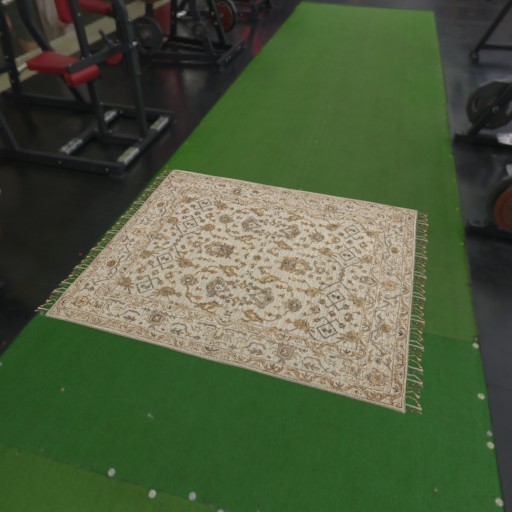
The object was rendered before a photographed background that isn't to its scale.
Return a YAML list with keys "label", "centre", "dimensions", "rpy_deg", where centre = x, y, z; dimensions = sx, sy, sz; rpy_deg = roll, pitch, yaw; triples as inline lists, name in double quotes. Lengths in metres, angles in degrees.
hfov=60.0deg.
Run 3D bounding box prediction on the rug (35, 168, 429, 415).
- label: "rug"
  centre: [0.000, 0.000, 4.138]
  dimensions: [3.061, 0.034, 2.426]
  rpy_deg: [12, 43, 13]
